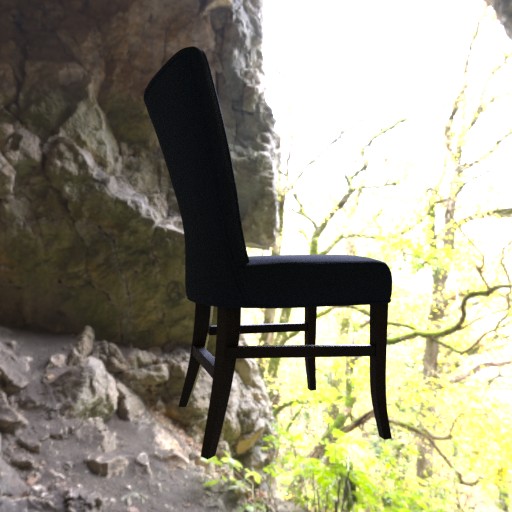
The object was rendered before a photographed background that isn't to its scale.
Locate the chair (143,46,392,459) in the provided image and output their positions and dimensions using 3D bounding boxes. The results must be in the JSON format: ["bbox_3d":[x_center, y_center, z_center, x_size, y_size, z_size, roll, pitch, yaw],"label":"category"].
[{"bbox_3d":[0.000,0.000,1.341,0.660,0.991,0.520,0,0,-18],"label":"chair"}]
